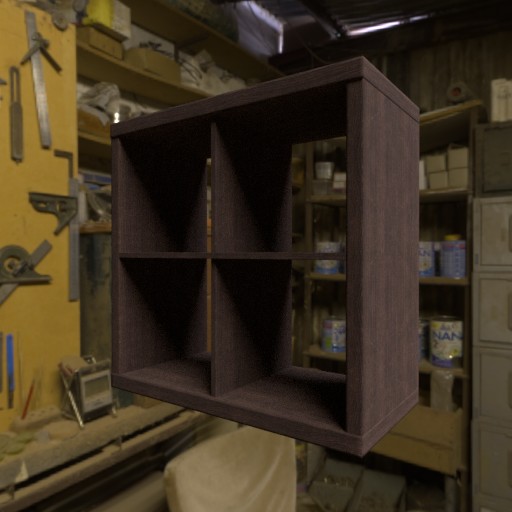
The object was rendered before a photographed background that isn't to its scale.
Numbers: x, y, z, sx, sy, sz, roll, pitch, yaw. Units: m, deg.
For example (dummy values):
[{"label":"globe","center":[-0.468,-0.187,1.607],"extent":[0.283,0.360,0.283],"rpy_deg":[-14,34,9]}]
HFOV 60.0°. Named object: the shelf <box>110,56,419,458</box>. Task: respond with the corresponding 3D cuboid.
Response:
[{"label":"shelf","center":[0.000,0.000,1.254],"extent":[0.790,0.786,0.390],"rpy_deg":[0,1,36]}]
